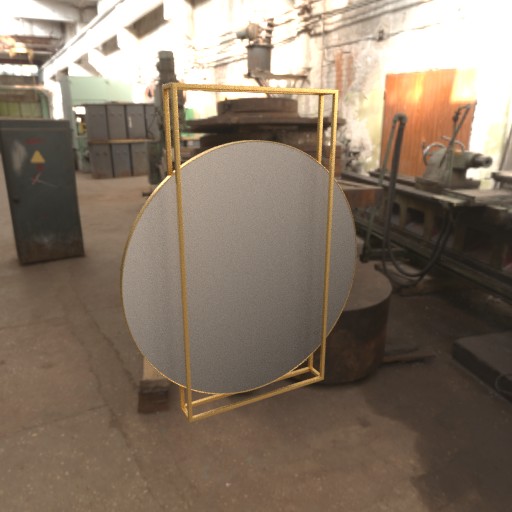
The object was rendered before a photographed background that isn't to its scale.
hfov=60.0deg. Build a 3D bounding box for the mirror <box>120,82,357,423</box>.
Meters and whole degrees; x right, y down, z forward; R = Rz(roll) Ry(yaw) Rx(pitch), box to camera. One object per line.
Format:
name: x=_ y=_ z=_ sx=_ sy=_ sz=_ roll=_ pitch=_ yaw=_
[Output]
mirror: x=0.000 y=0.000 z=0.847 sx=0.508 sy=0.603 sz=0.051 roll=-9 pitch=19 yaw=-27
